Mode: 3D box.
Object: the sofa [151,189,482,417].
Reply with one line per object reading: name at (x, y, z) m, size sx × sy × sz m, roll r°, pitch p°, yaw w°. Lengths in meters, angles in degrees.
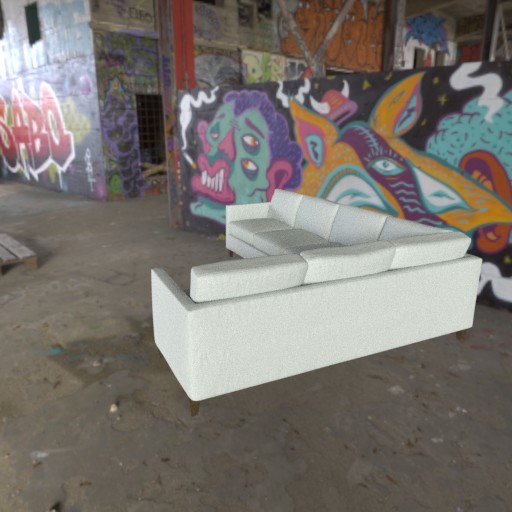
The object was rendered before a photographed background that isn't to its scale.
sofa at (0.000, 0.000, 4.530) m, size 2.522 × 0.934 × 3.333 m, roll -8°, pitch 18°, yaw -25°
